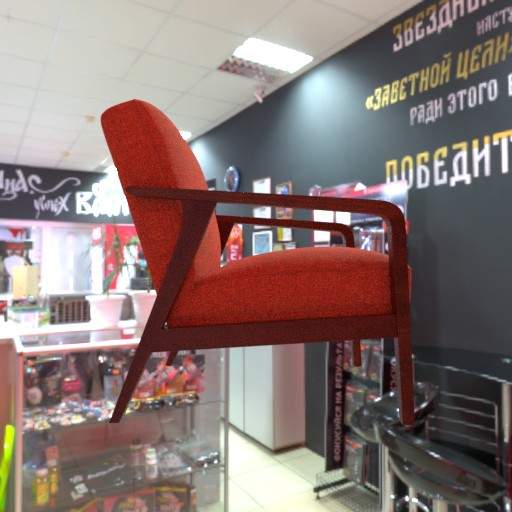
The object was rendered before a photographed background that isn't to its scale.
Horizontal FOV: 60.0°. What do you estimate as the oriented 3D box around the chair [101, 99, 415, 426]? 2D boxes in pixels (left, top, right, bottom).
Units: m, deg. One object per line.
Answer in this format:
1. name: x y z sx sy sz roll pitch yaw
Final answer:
1. chair: 0.000 0.000 1.487 0.860 0.890 0.719 0 -1 1
